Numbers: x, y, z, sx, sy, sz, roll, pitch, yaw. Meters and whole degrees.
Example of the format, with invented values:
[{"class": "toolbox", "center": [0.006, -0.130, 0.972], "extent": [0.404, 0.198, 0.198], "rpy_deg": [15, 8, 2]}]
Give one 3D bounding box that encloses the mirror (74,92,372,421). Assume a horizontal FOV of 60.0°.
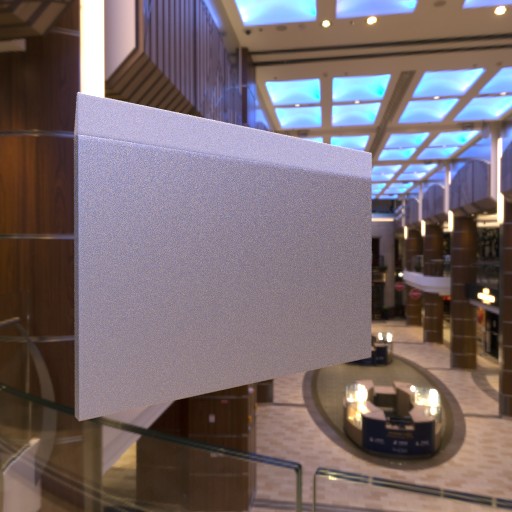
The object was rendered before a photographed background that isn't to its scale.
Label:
[{"class": "mirror", "center": [0.000, 0.000, 1.120], "extent": [0.870, 0.630, 0.030], "rpy_deg": [0, 1, -37]}]
